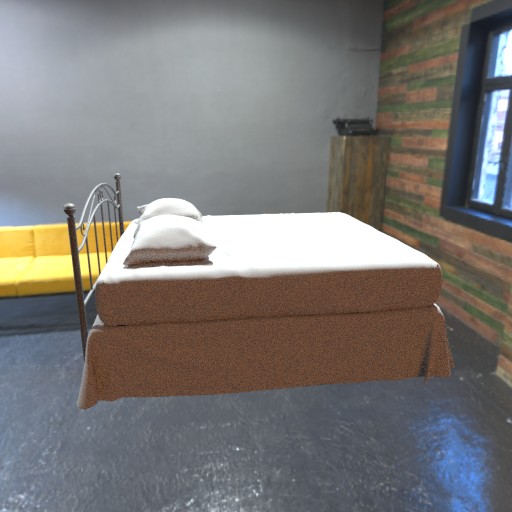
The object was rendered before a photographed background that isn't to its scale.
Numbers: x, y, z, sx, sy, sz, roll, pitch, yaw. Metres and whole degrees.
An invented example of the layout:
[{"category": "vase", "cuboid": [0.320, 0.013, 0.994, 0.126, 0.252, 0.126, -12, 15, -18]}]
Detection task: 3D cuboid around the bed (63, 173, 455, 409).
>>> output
[{"category": "bed", "cuboid": [0.000, 0.000, 3.245, 2.215, 1.080, 1.936, -2, 16, -8]}]
